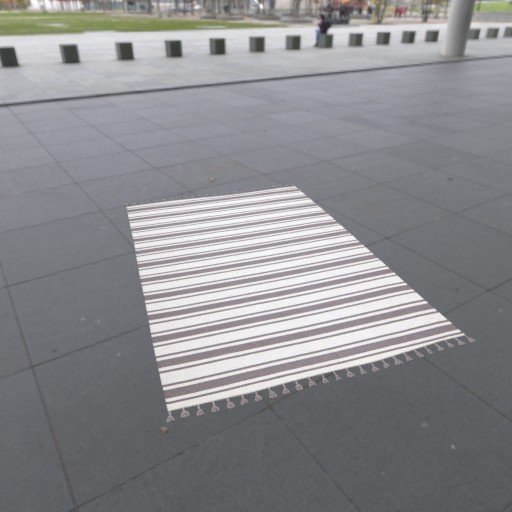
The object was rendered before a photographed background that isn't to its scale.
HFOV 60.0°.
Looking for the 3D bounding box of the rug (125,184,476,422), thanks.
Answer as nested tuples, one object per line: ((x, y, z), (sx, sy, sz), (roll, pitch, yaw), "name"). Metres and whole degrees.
((0.000, 0.000, 3.008), (1.563, 0.014, 2.425), (-9, 31, -16), "rug")
